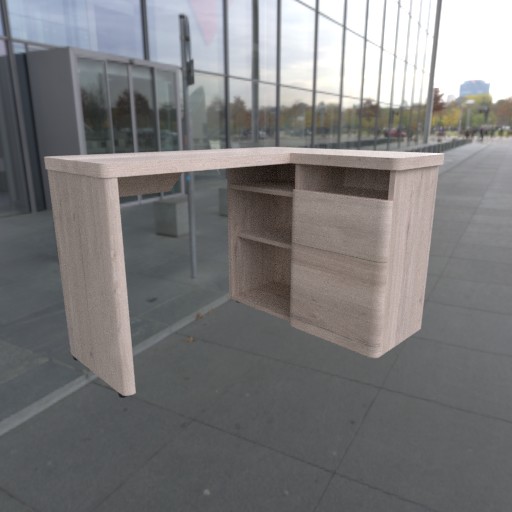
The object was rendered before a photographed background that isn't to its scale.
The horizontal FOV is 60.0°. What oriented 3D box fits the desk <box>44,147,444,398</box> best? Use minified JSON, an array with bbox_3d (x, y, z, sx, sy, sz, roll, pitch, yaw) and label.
[{"bbox_3d":[0.000,0.000,1.710,0.900,0.760,1.169,15,22,43],"label":"desk"}]
